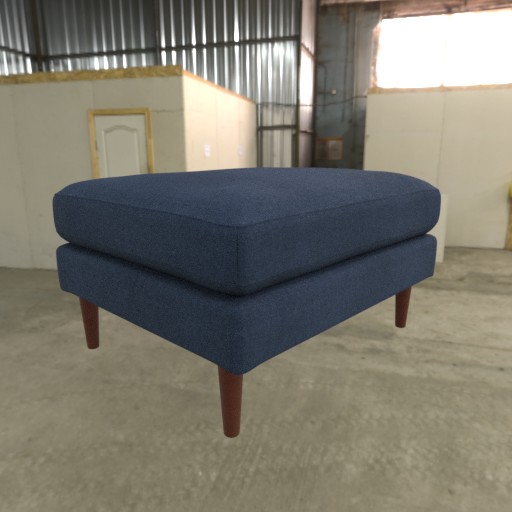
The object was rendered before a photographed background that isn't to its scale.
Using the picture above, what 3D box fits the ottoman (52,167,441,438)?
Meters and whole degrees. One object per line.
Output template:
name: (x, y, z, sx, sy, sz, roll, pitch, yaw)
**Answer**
ottoman: (0.000, 0.000, 1.224, 0.693, 0.474, 0.821, 13, 19, 42)
